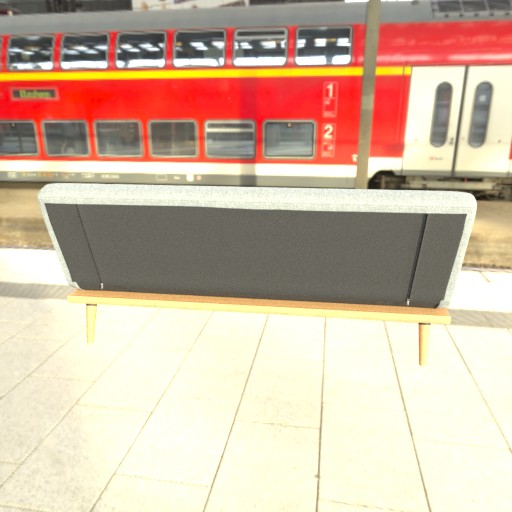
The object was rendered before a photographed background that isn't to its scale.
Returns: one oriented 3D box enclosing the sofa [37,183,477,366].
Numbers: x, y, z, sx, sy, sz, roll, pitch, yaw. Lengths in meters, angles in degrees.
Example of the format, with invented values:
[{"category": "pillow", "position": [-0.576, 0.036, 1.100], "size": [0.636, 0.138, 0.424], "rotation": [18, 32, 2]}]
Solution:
[{"category": "sofa", "position": [0.000, 0.000, 2.250], "size": [1.820, 0.800, 0.800], "rotation": [2, 18, 7]}]
